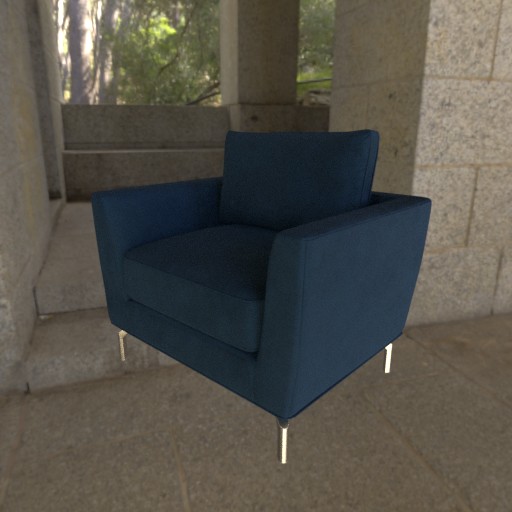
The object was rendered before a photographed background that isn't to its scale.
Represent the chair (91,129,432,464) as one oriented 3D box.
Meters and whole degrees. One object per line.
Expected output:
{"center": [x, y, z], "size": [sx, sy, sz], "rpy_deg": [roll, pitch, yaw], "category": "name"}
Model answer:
{"center": [0.000, 0.000, 1.620], "size": [0.977, 0.893, 0.746], "rpy_deg": [15, 22, 40], "category": "chair"}
